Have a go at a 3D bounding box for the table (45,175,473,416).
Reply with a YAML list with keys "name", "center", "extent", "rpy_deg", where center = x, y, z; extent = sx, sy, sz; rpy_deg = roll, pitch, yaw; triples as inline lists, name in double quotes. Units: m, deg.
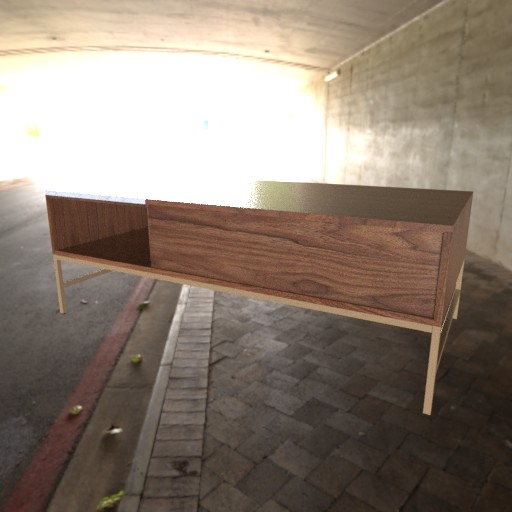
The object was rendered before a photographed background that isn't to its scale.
- name: "table"
  center: [0.000, 0.000, 1.874]
  extent: [1.553, 0.551, 0.789]
  rpy_deg: [8, 17, 28]
